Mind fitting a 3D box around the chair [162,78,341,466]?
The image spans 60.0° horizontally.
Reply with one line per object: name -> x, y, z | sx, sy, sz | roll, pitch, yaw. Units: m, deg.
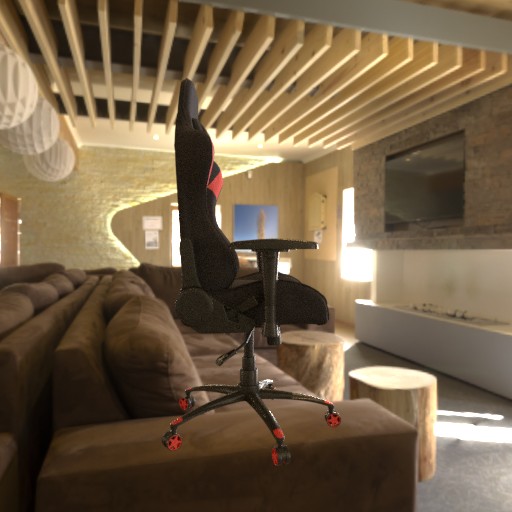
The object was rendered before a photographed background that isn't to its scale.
chair -> 0.000, 0.000, 1.722 | 0.658, 1.326, 0.695 | 0, 1, -1
